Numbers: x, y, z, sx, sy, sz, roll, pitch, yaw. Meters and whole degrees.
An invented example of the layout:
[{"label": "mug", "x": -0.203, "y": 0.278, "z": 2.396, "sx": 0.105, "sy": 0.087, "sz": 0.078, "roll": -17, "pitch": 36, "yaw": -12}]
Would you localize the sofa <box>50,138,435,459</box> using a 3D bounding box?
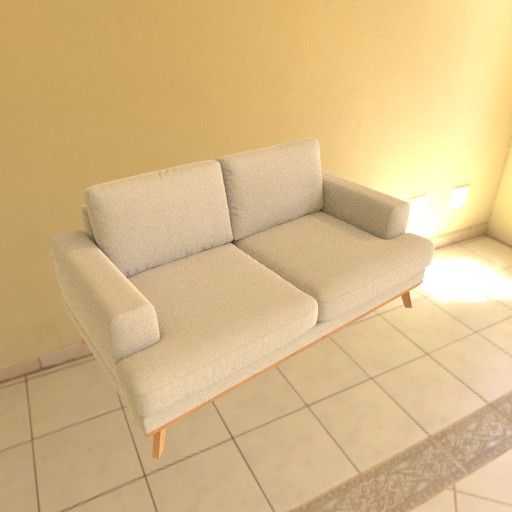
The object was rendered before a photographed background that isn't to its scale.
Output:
[{"label": "sofa", "x": 0.000, "y": 0.000, "z": 2.123, "sx": 1.651, "sy": 0.810, "sz": 0.915, "roll": -21, "pitch": 36, "yaw": -31}]
